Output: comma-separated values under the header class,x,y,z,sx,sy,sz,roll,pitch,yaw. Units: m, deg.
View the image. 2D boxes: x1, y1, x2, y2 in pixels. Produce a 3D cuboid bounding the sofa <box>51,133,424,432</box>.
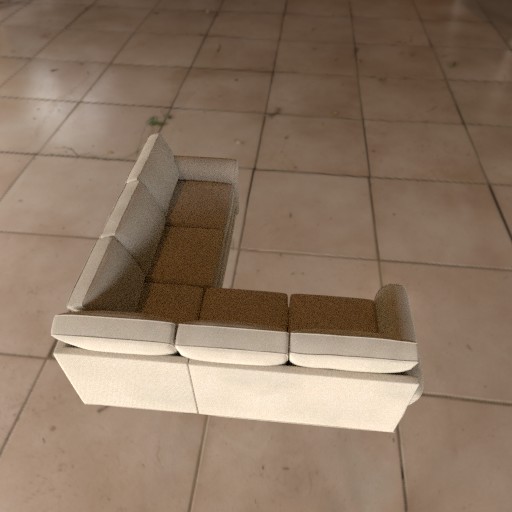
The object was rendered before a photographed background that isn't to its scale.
class,x,y,z,sx,sy,sz,roll,pitch,yaw
sofa,0.000,0.000,3.935,2.487,1.054,2.569,4,46,4
